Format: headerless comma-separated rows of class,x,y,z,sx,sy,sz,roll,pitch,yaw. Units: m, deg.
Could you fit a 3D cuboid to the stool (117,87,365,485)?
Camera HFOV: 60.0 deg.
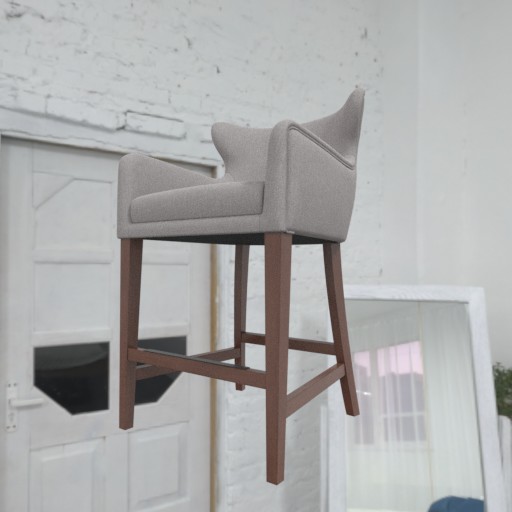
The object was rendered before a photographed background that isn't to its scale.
stool,0.000,0.000,1.298,0.575,0.951,0.575,0,0,36
